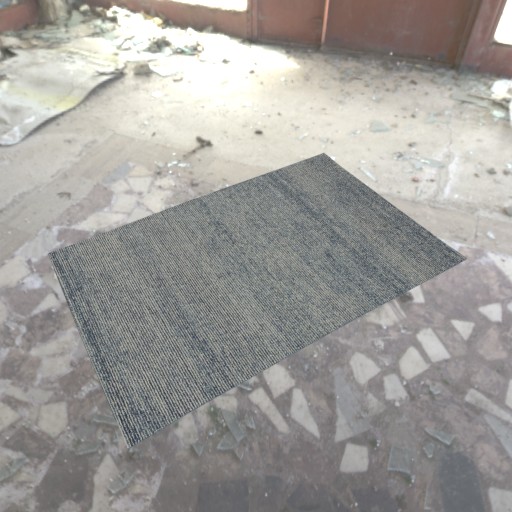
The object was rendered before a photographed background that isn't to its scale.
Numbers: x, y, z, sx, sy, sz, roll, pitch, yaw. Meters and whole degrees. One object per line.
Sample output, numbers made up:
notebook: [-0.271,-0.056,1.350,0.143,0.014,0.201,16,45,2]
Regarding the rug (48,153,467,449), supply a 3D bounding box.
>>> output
rug: [0.000,0.000,2.226,1.777,0.021,1.145,-24,50,-22]
